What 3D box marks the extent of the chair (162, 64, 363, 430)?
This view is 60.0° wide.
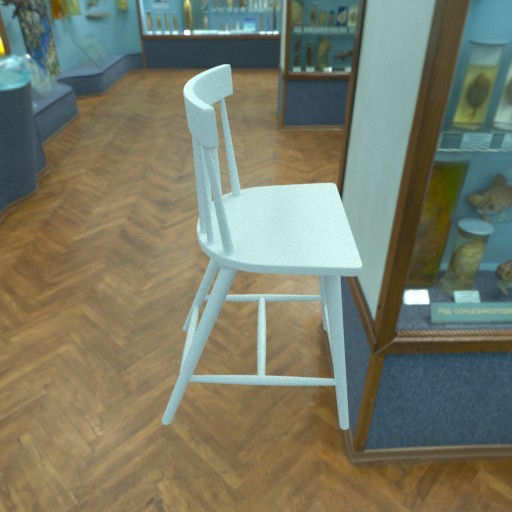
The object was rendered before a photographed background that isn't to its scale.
[{"bbox_3d":[0.000,0.000,1.279,0.572,0.952,0.483,1,33,1],"label":"chair"}]
